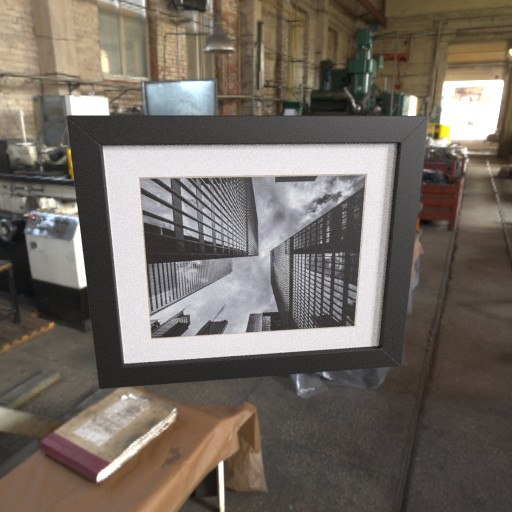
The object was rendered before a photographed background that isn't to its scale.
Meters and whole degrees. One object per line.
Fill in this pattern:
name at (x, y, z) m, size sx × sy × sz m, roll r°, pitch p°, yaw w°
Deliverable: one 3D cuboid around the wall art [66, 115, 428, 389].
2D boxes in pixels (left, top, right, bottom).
wall art at (0.000, 0.000, 0.755) m, size 0.558 × 0.457 × 0.031 m, roll -2°, pitch 17°, yaw -7°
